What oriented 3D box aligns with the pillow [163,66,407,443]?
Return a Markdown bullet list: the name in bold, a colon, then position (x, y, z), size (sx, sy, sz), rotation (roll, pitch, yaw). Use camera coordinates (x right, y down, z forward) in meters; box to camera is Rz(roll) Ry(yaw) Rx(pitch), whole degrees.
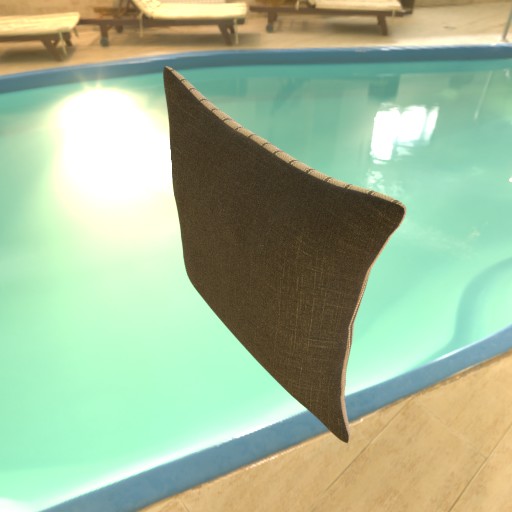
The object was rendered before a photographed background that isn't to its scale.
- **pillow**: position (0.000, 0.000, 0.677), size (0.138, 0.444, 0.468), rotation (-25, 47, -27)
